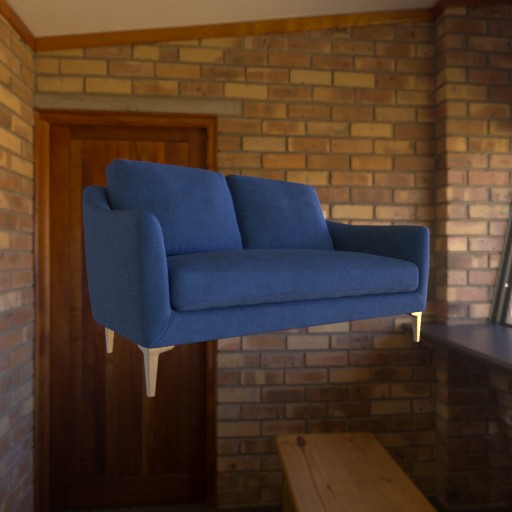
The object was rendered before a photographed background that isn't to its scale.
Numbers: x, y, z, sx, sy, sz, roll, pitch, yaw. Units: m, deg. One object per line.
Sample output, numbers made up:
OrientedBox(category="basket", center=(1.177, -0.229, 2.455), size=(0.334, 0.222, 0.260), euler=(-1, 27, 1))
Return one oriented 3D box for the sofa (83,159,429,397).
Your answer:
OrientedBox(category="sofa", center=(0.000, 0.000, 2.219), size=(1.619, 0.902, 0.960), euler=(0, 0, -37))
